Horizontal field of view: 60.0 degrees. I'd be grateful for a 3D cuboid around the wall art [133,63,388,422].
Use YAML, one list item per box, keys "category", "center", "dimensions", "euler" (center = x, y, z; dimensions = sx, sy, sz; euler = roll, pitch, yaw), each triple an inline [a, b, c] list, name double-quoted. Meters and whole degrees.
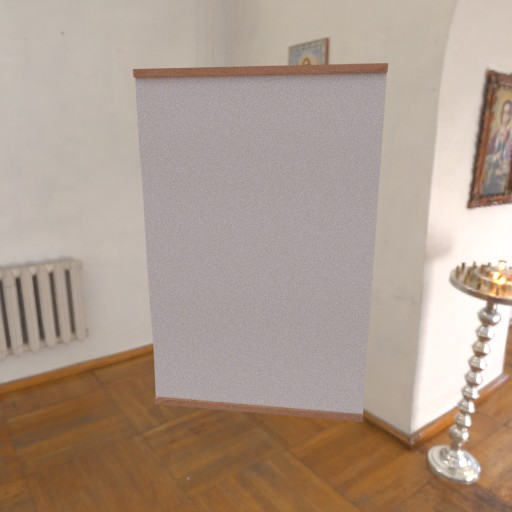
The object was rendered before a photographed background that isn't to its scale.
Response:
- category: "wall art"
  center: [0.000, 0.000, 0.641]
  dimensions: [0.332, 0.508, 0.012]
  euler: [2, 15, 8]
